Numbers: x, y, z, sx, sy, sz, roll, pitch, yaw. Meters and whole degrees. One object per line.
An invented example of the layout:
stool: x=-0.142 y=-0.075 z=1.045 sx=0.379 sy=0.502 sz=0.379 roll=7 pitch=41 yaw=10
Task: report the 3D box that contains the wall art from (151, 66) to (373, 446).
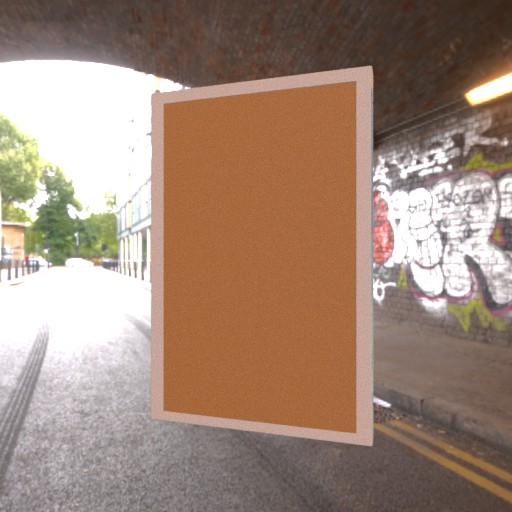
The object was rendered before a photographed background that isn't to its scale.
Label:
wall art: x=0.000 y=0.000 z=0.785 sx=0.401 sy=0.610 sz=0.038 roll=0 pitch=0 yaw=18
